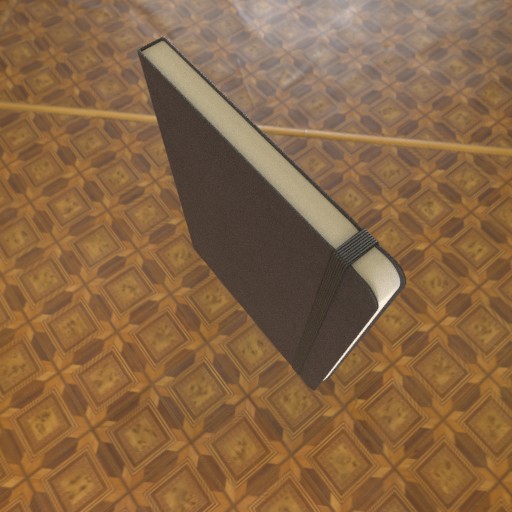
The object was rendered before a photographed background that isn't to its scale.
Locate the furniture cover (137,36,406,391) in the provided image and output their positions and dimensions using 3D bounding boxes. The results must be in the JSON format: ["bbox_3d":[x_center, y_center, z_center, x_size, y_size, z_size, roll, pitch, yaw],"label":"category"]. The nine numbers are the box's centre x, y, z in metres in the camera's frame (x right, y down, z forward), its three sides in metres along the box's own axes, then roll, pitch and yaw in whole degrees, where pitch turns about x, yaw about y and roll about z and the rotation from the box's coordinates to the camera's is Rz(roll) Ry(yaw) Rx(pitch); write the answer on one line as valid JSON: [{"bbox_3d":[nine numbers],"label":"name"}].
[{"bbox_3d":[0.000,0.000,0.373,0.023,0.281,0.216,-36,70,-16],"label":"furniture cover"}]
